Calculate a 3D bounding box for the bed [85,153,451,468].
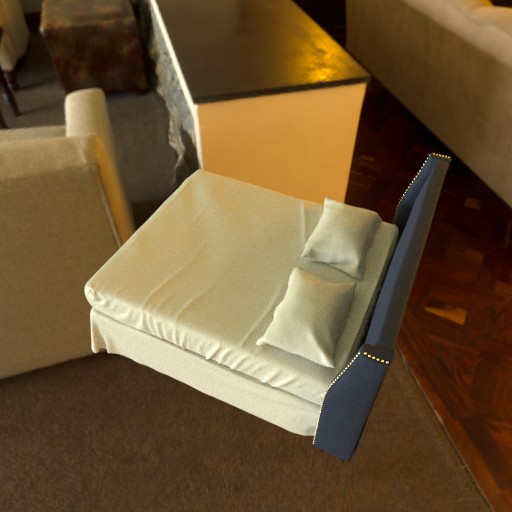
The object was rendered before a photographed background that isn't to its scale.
[{"bbox_3d":[0.000,0.000,3.411,2.276,1.332,1.925,19,48,17],"label":"bed"}]
